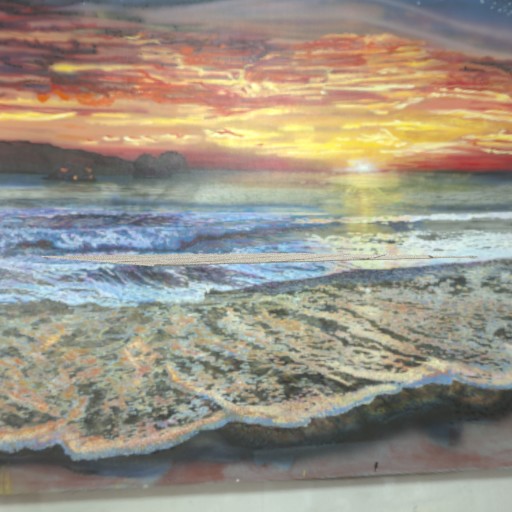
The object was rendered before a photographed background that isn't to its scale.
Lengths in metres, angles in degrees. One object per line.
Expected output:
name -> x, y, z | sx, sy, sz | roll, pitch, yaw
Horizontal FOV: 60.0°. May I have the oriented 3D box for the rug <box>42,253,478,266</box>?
rug -> 0.000, 0.000, 3.959 | 3.061, 0.022, 2.468 | -1, 2, -37
